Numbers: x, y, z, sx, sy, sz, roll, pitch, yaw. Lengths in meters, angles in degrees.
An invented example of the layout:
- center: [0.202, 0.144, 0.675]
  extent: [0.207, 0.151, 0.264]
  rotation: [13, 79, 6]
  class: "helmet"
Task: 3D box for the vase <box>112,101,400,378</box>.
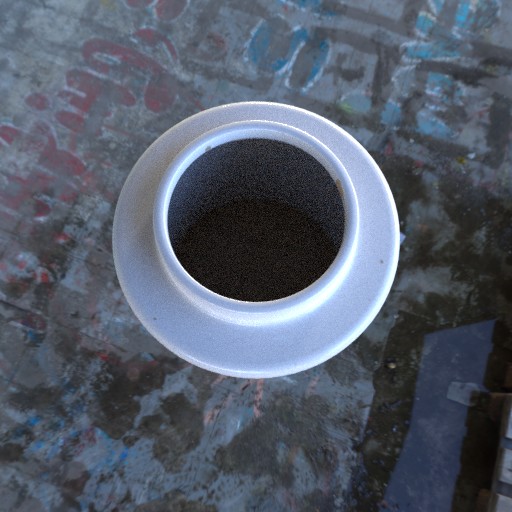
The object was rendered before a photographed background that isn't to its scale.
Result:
- center: [0.000, 0.000, 0.289]
  extent: [0.153, 0.167, 0.153]
  rotation: [0, 75, 0]
  class: "vase"
